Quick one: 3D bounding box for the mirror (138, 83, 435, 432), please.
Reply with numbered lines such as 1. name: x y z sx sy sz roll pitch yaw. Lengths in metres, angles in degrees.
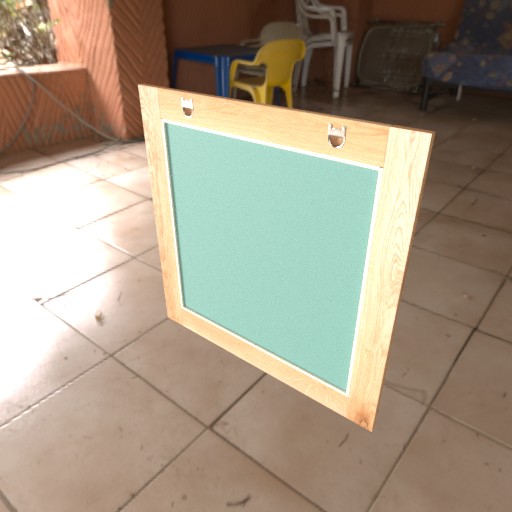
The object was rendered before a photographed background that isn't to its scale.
1. mirror: 0.000 0.000 1.202 0.800 0.800 0.020 22 37 32
